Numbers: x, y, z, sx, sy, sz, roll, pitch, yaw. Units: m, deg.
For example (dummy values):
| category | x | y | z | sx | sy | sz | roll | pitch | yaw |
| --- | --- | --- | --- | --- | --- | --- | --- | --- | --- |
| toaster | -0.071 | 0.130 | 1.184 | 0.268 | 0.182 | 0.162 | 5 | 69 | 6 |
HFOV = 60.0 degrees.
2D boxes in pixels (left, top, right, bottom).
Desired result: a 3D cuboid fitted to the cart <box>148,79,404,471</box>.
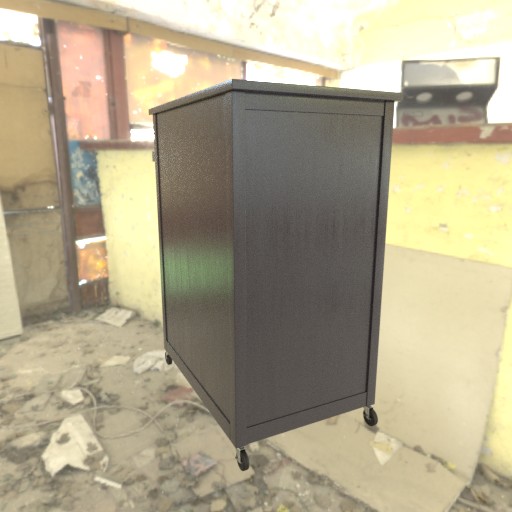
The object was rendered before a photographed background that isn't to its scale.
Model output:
| category | x | y | z | sx | sy | sz | roll | pitch | yaw |
| --- | --- | --- | --- | --- | --- | --- | --- | --- | --- |
| cart | 0.000 | 0.000 | 1.337 | 0.449 | 0.878 | 0.690 | -6 | 14 | -26 |
